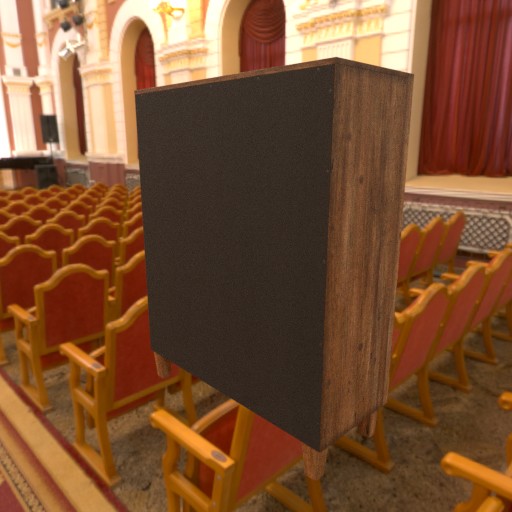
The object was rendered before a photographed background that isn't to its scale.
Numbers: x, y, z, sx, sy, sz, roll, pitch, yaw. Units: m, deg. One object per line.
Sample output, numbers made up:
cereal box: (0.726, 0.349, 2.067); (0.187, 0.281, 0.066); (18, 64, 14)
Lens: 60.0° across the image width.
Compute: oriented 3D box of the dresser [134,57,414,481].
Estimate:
dresser: (0.000, 0.000, 1.859); (0.438, 1.359, 1.067); (-13, 19, -42)
